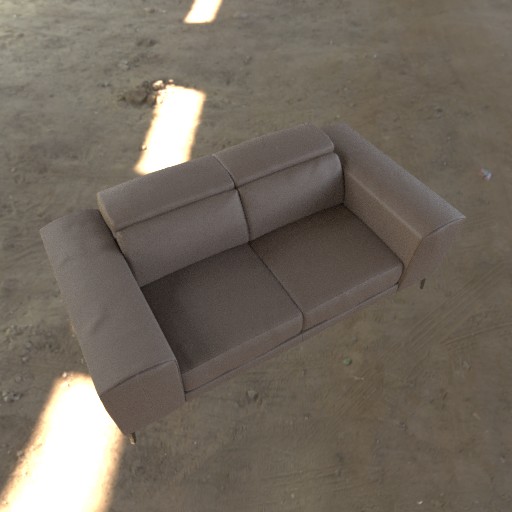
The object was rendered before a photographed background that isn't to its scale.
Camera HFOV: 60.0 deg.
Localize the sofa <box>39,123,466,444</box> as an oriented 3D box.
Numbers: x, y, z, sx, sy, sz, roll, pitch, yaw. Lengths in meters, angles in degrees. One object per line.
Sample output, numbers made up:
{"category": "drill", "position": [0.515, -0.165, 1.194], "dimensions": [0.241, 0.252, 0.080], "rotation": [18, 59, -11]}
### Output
{"category": "sofa", "position": [0.000, 0.000, 2.348], "dimensions": [1.895, 0.779, 1.003], "rotation": [-23, 53, -19]}
